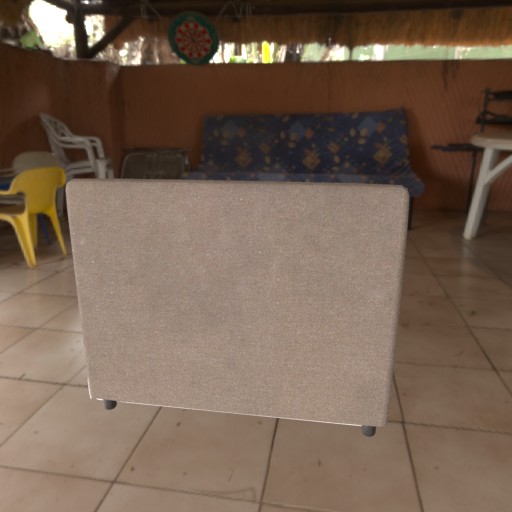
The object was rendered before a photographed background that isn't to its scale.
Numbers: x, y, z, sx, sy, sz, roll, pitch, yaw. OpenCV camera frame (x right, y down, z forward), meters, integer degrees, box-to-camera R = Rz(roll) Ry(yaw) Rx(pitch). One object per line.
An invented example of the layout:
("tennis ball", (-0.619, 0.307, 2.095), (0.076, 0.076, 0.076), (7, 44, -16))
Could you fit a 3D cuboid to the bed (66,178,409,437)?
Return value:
("bed", (0.000, 0.000, 3.240), (1.723, 1.330, 2.142), (3, 17, 9))
